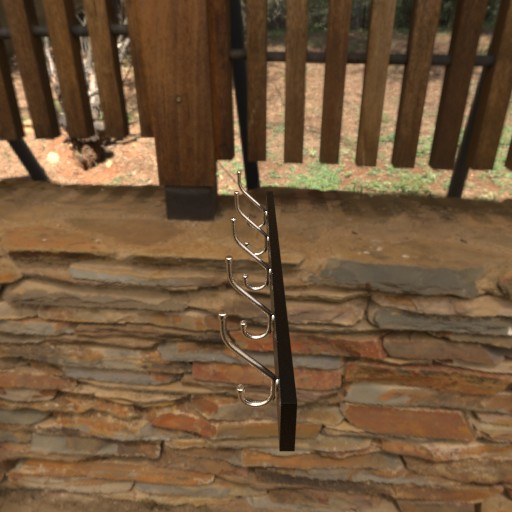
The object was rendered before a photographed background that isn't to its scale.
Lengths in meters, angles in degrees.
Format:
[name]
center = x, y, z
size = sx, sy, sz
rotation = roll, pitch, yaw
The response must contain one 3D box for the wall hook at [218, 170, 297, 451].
[wall hook]
center = 0.000, 0.000, 0.637
size = 0.071, 0.117, 0.571
rotation = 0, 27, 0
